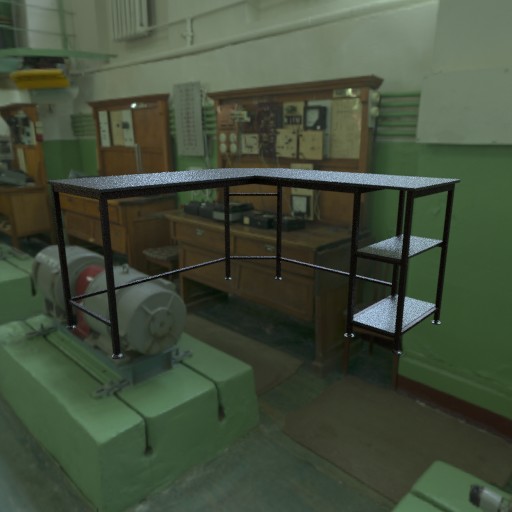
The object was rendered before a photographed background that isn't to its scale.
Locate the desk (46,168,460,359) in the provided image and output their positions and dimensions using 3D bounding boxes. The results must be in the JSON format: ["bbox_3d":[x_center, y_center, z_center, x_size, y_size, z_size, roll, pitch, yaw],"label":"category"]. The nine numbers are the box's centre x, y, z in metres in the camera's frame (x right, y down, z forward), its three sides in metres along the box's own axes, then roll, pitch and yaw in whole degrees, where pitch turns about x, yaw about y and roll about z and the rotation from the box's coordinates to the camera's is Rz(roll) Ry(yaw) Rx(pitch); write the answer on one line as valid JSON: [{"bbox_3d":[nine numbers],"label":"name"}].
[{"bbox_3d":[0.000,0.000,2.181,1.379,0.739,1.379,14,20,41],"label":"desk"}]
